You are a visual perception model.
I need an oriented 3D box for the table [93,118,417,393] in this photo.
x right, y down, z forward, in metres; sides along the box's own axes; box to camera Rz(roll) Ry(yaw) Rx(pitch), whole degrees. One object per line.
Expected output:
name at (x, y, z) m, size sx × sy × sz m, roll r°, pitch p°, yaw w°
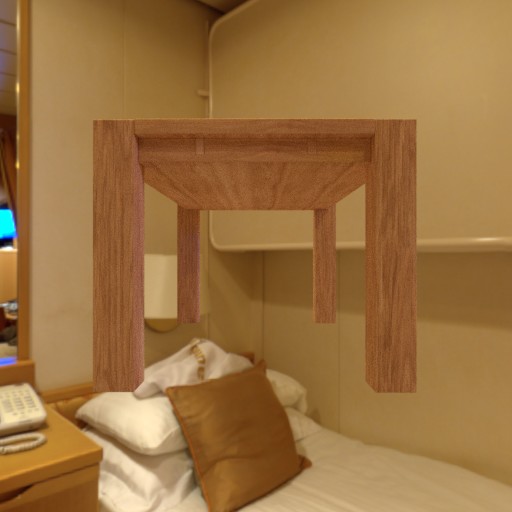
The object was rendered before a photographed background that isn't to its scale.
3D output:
table at (0.000, 0.000, 1.928) m, size 0.900 × 0.760 × 1.400 m, roll 0°, pitch 0°, yaw 0°
